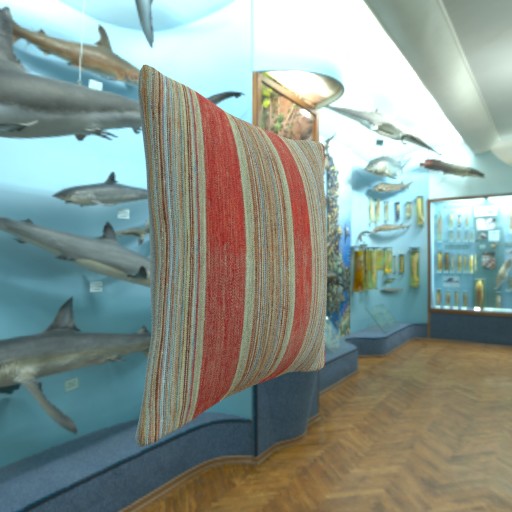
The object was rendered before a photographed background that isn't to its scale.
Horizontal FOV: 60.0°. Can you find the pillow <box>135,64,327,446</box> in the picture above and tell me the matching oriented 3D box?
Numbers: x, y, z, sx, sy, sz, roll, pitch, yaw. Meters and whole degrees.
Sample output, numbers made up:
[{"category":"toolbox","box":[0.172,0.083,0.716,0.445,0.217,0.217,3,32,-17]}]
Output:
[{"category":"pillow","box":[0.000,0.000,0.652,0.136,0.419,0.437,0,0,35]}]
